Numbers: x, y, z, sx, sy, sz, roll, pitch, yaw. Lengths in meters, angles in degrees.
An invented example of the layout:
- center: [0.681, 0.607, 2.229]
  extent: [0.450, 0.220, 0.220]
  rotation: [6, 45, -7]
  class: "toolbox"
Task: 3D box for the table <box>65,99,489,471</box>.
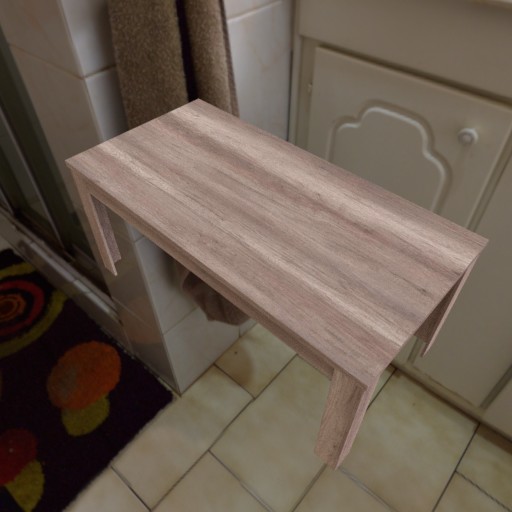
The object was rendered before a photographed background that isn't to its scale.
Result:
- center: [0.000, 0.000, 2.316]
  extent: [1.800, 0.790, 0.900]
  rotation: [34, 55, 28]
  class: "table"
